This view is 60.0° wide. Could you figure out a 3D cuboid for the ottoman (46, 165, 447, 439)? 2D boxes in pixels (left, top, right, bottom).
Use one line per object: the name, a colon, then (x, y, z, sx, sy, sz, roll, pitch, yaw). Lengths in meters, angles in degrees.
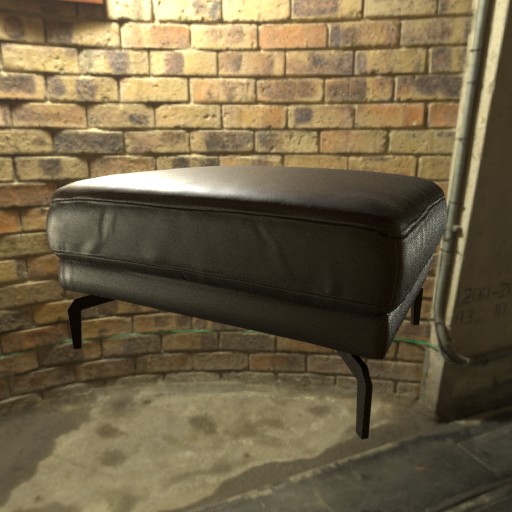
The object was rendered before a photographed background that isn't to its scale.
ottoman: (0.000, 0.000, 1.027, 0.764, 0.402, 0.570, 8, 17, 27)
